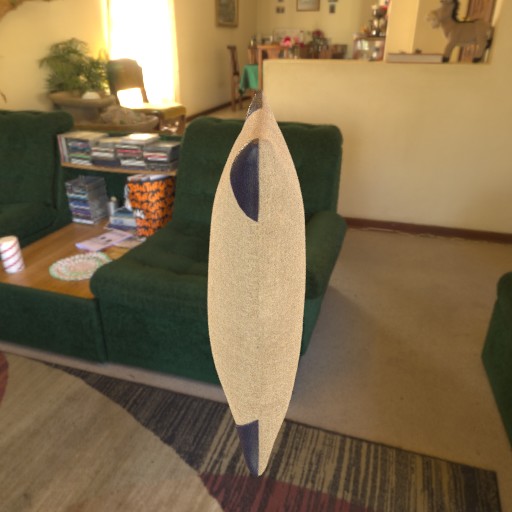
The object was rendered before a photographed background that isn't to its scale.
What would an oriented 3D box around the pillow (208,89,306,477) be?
[{"bbox_3d":[0.000,0.000,0.685,0.147,0.441,0.440,0,26,0],"label":"pillow"}]
